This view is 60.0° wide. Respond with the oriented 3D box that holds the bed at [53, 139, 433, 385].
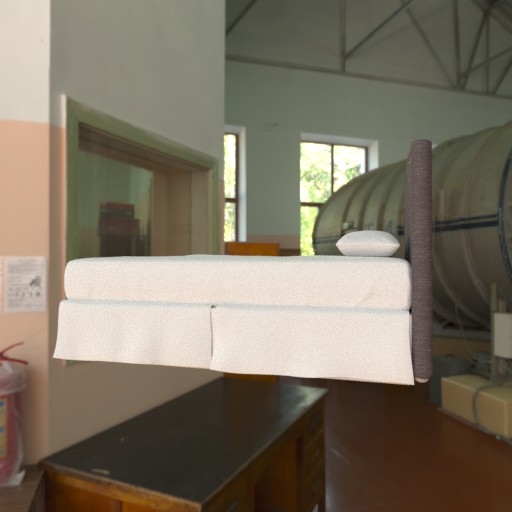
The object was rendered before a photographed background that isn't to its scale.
[{"bbox_3d":[0.000,0.000,3.550,2.507,1.441,1.741,0,0,17],"label":"bed"}]
